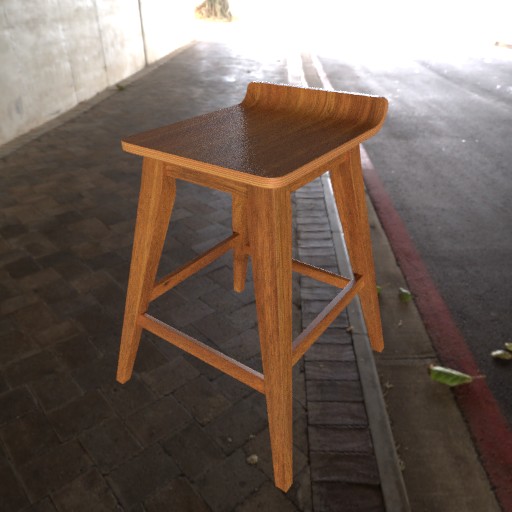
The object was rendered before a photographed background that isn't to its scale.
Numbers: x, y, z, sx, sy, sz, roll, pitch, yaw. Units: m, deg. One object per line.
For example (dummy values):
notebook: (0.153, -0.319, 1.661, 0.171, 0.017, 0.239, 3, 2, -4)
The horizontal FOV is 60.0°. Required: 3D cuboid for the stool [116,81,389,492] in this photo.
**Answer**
stool: (0.000, 0.000, 0.991, 0.500, 0.650, 0.500, 20, 36, 30)
